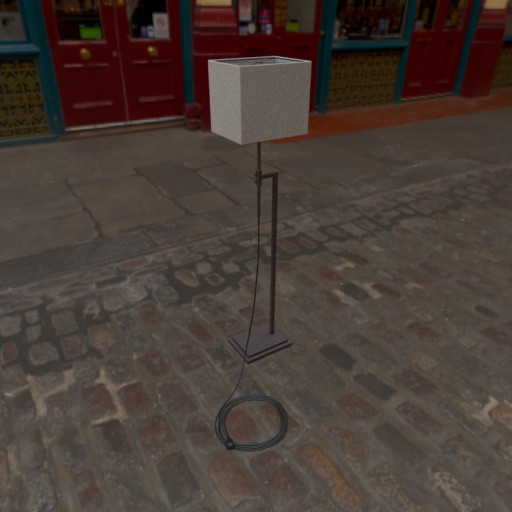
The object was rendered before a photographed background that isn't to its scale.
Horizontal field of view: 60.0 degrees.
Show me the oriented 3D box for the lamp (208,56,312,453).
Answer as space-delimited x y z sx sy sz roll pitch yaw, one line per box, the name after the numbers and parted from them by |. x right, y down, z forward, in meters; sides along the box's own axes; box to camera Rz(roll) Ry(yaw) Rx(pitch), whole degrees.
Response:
0.000 0.000 2.046 0.698 1.600 0.774 -17 33 -28 | lamp
